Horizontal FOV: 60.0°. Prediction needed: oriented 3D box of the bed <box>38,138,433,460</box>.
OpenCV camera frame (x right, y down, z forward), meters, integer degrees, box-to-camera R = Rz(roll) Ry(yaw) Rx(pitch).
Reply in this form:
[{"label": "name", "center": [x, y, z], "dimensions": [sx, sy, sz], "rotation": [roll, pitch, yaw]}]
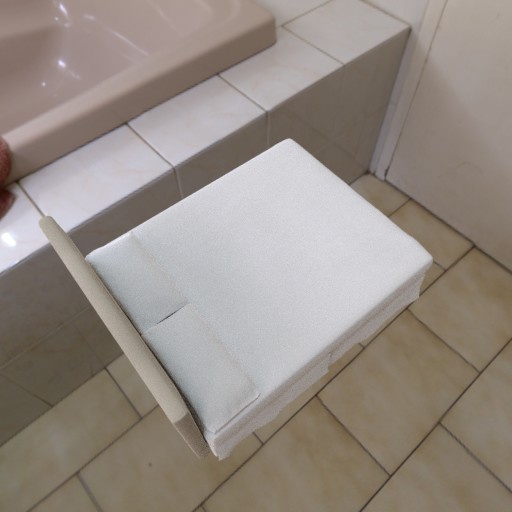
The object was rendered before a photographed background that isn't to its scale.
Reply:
[{"label": "bed", "center": [0.000, 0.000, 3.610], "dimensions": [2.477, 1.437, 1.977], "rotation": [-34, 64, -19]}]
